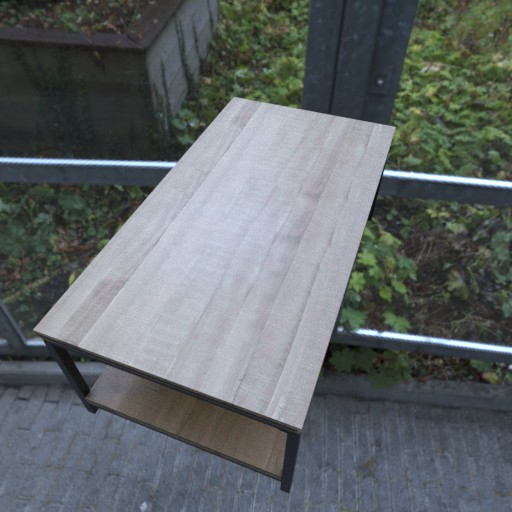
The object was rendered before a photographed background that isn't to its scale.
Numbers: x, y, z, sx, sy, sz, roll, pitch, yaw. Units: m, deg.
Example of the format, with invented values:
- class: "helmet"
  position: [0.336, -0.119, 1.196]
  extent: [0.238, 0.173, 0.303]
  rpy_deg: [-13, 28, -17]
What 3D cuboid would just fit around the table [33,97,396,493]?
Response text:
- class: "table"
  position: [0.000, 0.000, 1.321]
  extent: [0.574, 0.393, 1.062]
  rpy_deg: [16, 49, 14]
